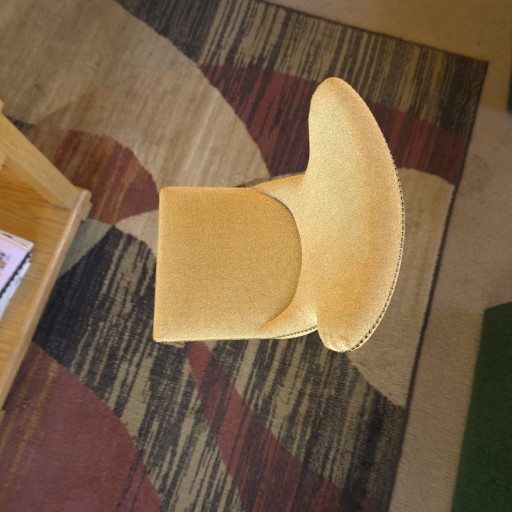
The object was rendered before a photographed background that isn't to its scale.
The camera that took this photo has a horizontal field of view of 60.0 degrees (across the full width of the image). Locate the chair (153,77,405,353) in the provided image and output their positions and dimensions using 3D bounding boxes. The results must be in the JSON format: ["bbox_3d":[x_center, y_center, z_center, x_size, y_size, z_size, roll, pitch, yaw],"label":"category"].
[{"bbox_3d":[0.000,0.000,1.451,0.681,1.002,0.654,-1,76,0],"label":"chair"}]
